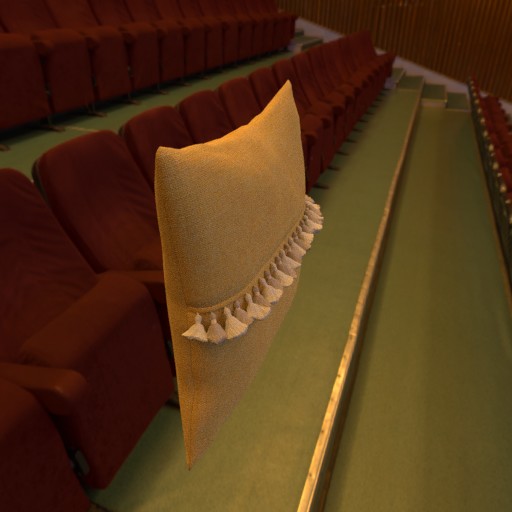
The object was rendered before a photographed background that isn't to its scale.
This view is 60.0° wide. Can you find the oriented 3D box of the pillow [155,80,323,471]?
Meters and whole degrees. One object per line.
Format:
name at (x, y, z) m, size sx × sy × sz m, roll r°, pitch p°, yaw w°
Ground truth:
pillow at (0.000, 0.000, 0.725) m, size 0.167 × 0.481 × 0.485 m, roll 10°, pitch 31°, yaw 17°
